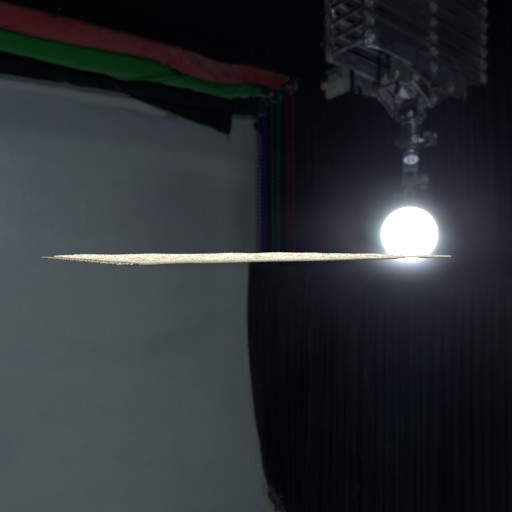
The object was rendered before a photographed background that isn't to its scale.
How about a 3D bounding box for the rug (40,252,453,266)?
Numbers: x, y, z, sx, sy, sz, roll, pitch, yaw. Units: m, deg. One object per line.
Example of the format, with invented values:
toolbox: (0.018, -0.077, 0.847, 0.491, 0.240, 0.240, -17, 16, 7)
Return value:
rug: (0.000, 0.000, 3.026, 2.434, 0.027, 1.529, -1, 1, -37)
